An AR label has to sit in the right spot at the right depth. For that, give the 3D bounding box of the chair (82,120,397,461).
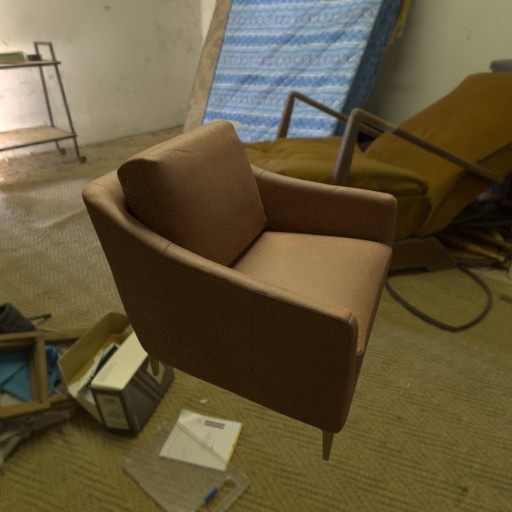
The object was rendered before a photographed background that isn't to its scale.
[{"bbox_3d":[0.000,0.000,1.719,0.963,0.895,0.988,11,30,19],"label":"chair"}]
